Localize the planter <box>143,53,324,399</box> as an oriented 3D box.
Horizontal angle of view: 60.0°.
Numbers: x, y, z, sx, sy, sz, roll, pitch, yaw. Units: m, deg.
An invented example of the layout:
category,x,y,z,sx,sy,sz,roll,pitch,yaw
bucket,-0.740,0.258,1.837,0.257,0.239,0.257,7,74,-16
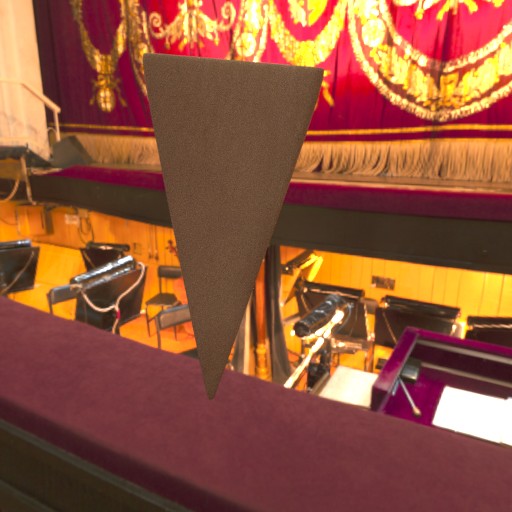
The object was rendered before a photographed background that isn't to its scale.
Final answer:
category,x,y,z,sx,sy,sz,roll,pitch,yaw
planter,0.000,0.000,0.276,0.081,0.224,0.101,8,17,27
